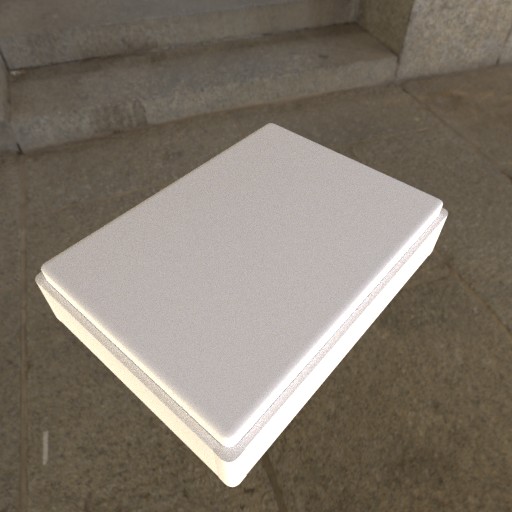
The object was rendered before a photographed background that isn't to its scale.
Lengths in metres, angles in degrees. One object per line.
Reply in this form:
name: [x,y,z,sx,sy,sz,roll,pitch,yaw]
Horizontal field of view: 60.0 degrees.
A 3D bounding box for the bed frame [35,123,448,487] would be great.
bed frame: [0.000,0.000,2.532,1.400,0.406,1.900,33,55,26]
